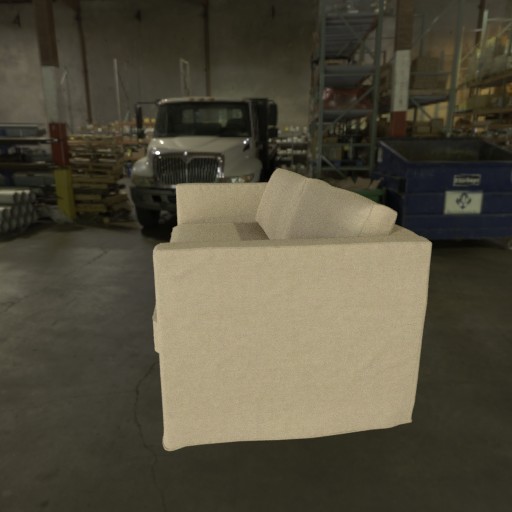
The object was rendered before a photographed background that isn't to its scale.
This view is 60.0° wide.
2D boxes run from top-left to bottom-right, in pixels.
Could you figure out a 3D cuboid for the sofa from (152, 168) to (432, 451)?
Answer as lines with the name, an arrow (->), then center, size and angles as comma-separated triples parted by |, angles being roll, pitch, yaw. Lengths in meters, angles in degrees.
sofa -> 0.000, 0.000, 2.405 | 0.962, 0.835, 1.959 | -2, 15, -7
